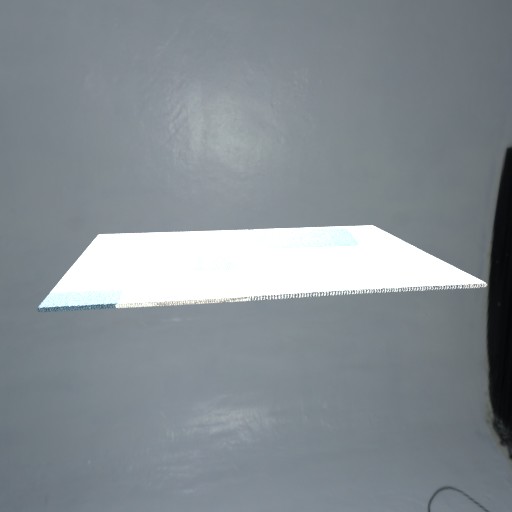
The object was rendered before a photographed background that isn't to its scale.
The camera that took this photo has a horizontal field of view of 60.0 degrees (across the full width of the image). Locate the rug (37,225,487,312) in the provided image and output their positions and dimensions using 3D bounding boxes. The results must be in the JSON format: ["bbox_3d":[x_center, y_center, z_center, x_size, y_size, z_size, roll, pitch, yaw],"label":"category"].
[{"bbox_3d":[0.000,0.000,2.372,1.847,0.020,1.238,-2,16,-8],"label":"rug"}]
